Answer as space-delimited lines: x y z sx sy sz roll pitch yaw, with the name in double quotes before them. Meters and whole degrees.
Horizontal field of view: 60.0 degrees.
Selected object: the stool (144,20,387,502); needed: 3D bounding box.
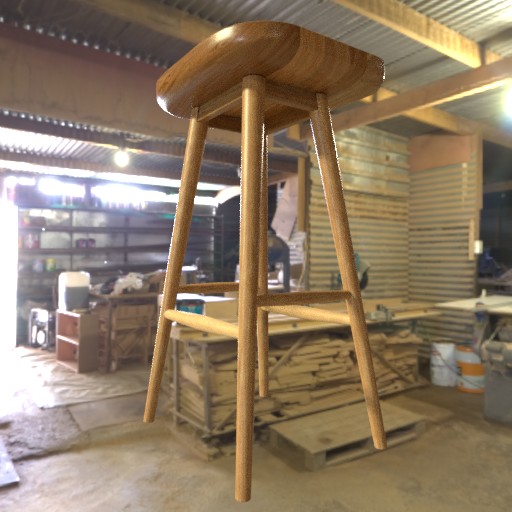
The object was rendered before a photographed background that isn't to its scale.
"stool" 0.000 0.000 0.873 0.322 0.698 0.407 0 0 -35
